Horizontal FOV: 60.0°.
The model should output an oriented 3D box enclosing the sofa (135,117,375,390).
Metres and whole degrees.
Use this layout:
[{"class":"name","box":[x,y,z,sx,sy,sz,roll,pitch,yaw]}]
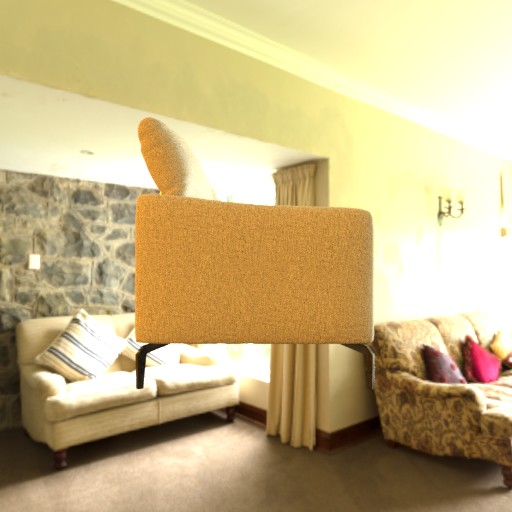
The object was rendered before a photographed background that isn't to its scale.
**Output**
[{"class":"sofa","box":[0.000,0.000,2.437,0.856,0.956,2.015,0,-2,0]}]
